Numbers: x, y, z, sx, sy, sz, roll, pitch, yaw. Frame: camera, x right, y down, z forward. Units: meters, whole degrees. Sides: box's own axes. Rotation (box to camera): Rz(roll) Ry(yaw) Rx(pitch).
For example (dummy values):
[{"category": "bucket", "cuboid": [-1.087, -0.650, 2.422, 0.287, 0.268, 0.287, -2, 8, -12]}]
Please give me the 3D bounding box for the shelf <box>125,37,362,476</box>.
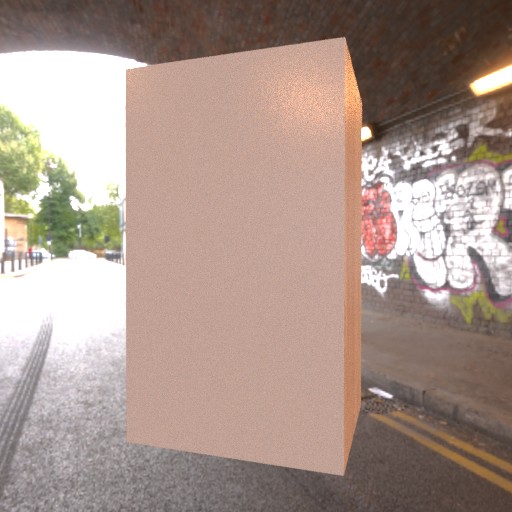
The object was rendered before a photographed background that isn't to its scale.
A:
[{"category": "shelf", "cuboid": [0.000, 0.000, 0.797, 0.350, 0.600, 0.290, 0, 1, 18]}]
